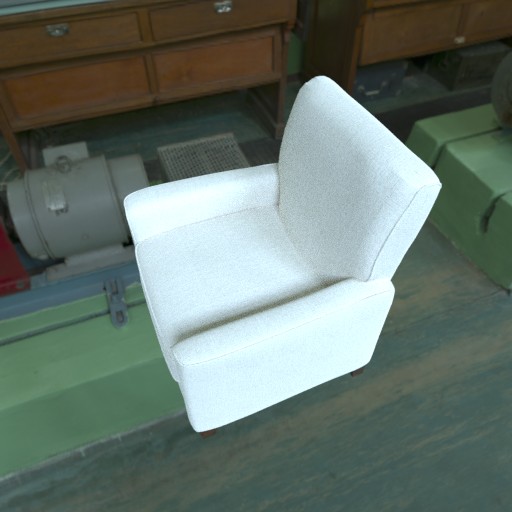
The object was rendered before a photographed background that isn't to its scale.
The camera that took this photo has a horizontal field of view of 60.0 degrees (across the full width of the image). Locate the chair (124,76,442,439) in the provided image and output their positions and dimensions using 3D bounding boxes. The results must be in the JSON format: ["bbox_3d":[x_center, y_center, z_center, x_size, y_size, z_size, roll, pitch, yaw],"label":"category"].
[{"bbox_3d":[0.000,0.000,1.666,0.858,1.028,0.841,-17,50,-15],"label":"chair"}]
